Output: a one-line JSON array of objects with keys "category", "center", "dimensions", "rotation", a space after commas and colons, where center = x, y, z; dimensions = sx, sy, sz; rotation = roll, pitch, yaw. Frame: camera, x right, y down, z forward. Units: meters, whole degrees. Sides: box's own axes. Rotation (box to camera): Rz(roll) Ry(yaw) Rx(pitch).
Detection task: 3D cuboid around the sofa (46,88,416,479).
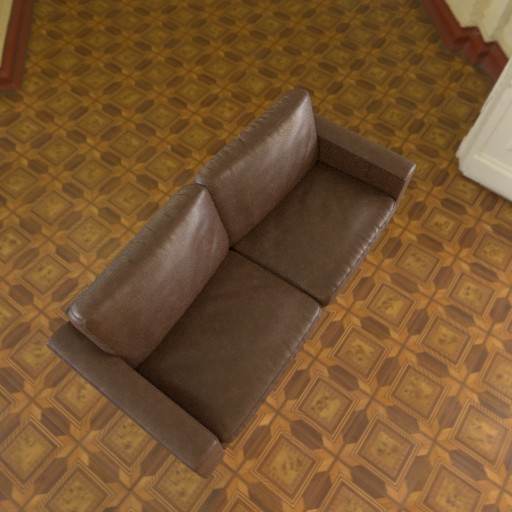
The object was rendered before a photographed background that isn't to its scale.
[{"category": "sofa", "center": [0.000, 0.000, 2.594], "dimensions": [1.016, 0.873, 2.179], "rotation": [32, 65, 17]}]
